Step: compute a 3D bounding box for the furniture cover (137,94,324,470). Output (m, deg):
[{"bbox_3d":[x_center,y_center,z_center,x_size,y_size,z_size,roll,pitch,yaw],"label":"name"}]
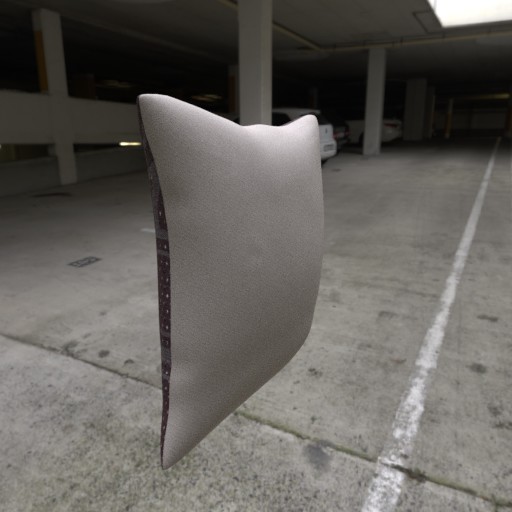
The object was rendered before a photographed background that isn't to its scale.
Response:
[{"bbox_3d":[0.000,0.000,0.799,0.193,0.509,0.552,8,17,27],"label":"furniture cover"}]
